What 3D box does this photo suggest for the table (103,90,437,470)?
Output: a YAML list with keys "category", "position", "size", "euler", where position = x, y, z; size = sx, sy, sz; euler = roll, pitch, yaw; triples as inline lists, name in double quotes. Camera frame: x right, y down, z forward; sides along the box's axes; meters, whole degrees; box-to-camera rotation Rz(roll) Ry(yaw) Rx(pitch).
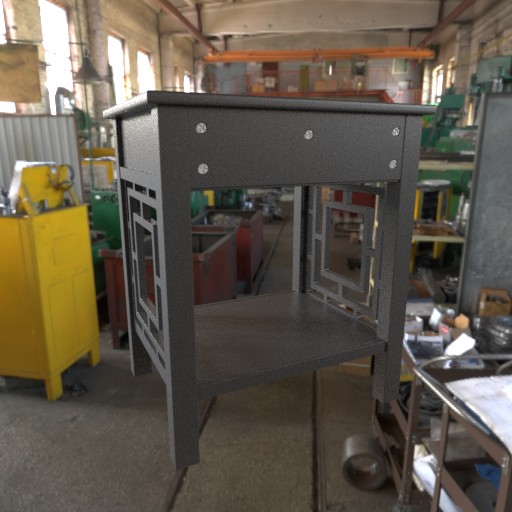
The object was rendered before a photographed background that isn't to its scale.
- category: "table"
  position: [0.000, 0.000, 1.017]
  size: [0.564, 0.646, 0.451]
  euler: [-7, 16, -25]
